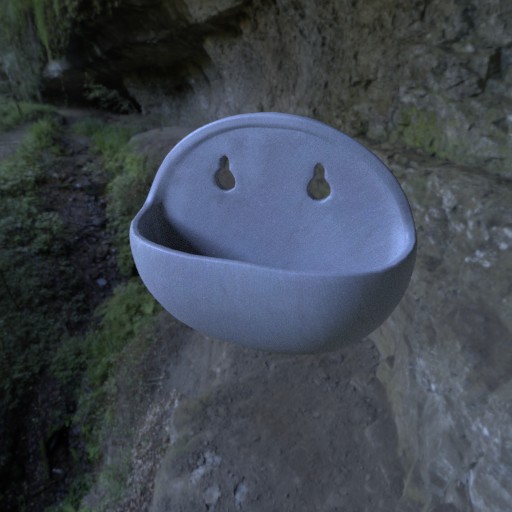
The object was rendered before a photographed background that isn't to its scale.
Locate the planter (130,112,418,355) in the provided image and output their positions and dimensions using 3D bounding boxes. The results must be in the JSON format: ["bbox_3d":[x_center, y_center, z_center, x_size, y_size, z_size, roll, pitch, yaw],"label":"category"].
[{"bbox_3d":[0.000,0.000,0.278,0.190,0.164,0.073,9,27,17],"label":"planter"}]
